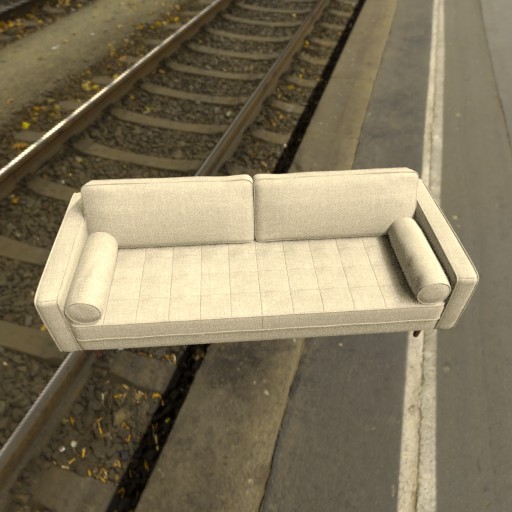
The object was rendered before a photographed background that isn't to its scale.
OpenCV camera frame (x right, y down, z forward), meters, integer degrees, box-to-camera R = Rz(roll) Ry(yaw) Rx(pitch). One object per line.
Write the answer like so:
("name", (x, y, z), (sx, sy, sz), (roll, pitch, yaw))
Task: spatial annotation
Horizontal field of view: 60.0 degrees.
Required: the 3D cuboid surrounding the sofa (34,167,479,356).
("sofa", (0.000, 0.000, 2.595), (2.211, 0.762, 0.914), (-3, 45, -3))
